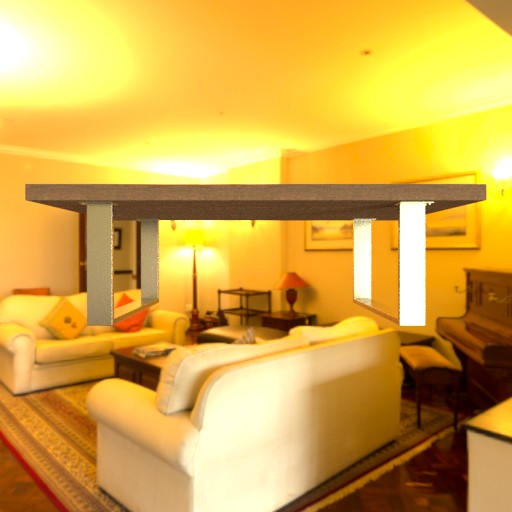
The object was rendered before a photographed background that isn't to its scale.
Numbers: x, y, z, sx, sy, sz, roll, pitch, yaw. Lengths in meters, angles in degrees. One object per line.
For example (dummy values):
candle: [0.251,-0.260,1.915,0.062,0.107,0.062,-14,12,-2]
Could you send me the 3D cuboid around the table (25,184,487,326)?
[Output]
table: [0.000,0.000,1.743,1.400,0.440,0.800,0,0,0]
